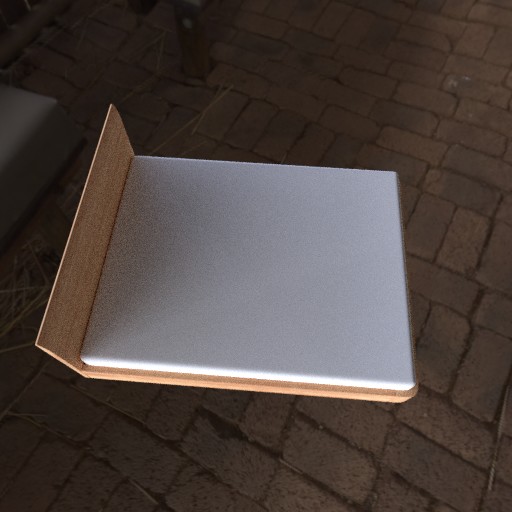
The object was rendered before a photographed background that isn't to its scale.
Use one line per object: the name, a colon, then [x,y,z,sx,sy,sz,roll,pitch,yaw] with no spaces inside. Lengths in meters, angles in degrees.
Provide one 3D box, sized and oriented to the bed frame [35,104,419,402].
bed frame: [0.000,0.000,2.979,2.092,0.940,1.660,4,63,2]
